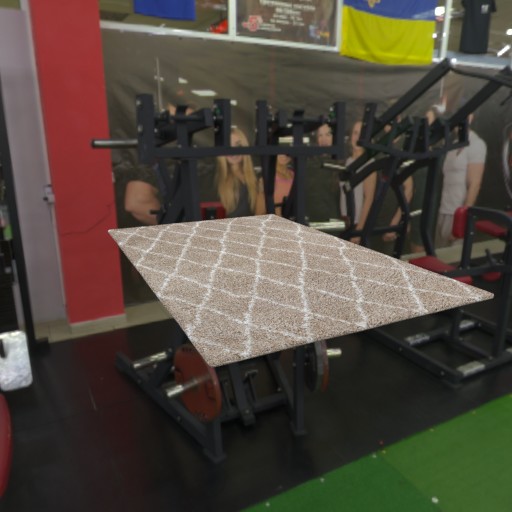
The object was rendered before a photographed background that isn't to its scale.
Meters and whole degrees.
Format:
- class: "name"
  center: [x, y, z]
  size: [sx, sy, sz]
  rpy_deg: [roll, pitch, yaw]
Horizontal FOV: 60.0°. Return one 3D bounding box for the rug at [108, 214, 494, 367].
- class: "rug"
  center: [0.000, 0.000, 3.397]
  size: [1.778, 0.030, 2.743]
  rpy_deg: [-8, 18, -25]
